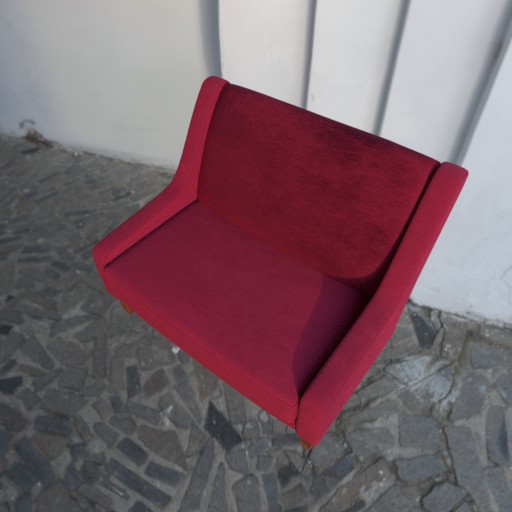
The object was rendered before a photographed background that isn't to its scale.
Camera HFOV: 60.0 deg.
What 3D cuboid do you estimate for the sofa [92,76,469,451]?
[{"bbox_3d":[0.000,0.000,1.940,1.242,0.976,0.946,30,53,25],"label":"sofa"}]
